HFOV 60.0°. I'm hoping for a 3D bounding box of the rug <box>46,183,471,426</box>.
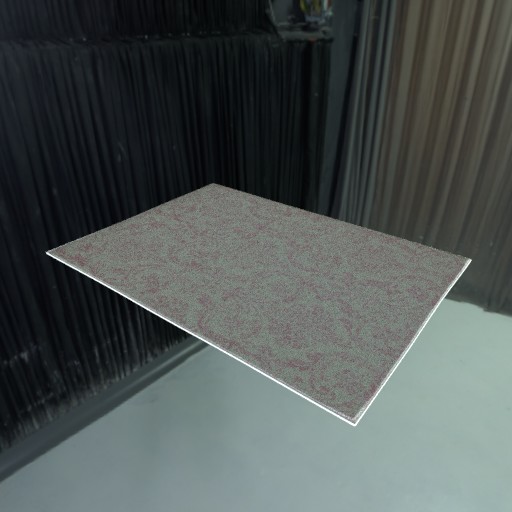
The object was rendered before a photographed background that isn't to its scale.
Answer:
[{"bbox_3d":[0.000,0.000,2.830,2.202,0.014,1.598,21,36,32],"label":"rug"}]
